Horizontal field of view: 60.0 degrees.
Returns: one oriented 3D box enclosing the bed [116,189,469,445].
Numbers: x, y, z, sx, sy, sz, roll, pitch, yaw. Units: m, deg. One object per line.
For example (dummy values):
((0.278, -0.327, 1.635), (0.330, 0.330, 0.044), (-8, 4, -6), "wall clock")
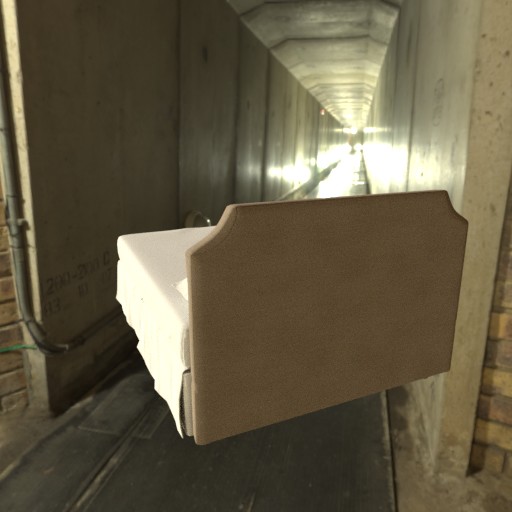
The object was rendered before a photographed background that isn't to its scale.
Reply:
((0.000, 0.000, 3.602), (1.977, 1.293, 2.498), (-7, 17, -24), "bed")
